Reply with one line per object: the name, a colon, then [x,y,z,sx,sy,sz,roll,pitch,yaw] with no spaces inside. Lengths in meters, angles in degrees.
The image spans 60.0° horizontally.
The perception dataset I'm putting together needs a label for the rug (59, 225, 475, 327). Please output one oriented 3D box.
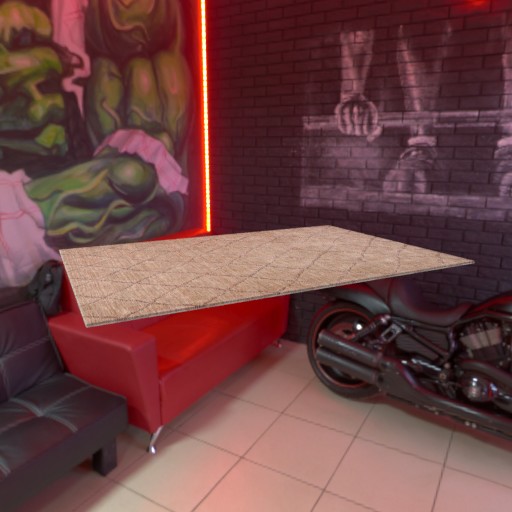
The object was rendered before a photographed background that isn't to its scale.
rug: [0.000,0.000,2.912,2.280,0.015,1.521,-7,15,-26]
